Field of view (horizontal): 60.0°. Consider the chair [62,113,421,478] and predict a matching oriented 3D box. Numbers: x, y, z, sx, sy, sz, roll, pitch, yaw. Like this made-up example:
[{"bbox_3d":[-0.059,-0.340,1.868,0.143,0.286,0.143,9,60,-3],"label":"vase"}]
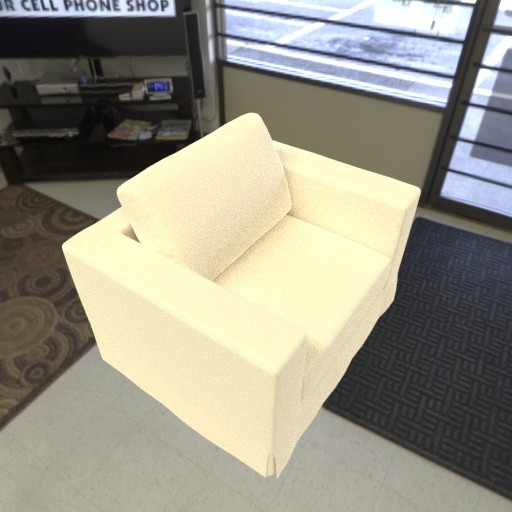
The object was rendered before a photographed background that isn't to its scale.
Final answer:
[{"bbox_3d":[0.000,0.000,1.850,0.957,0.878,1.150,25,47,26],"label":"chair"}]
